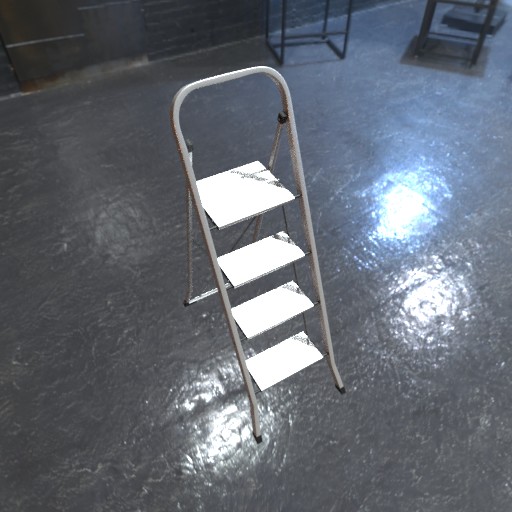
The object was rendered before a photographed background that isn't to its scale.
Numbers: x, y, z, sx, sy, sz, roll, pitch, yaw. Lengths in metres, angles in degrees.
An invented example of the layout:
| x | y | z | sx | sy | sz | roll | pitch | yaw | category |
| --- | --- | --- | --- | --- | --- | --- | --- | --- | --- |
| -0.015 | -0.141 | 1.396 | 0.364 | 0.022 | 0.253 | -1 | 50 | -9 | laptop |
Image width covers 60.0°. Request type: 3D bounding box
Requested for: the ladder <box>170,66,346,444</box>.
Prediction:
| x | y | z | sx | sy | sz | roll | pitch | yaw | category |
| --- | --- | --- | --- | --- | --- | --- | --- | --- | --- |
| 0.000 | 0.000 | 1.711 | 0.465 | 1.290 | 0.830 | -23 | 51 | -20 | ladder |
